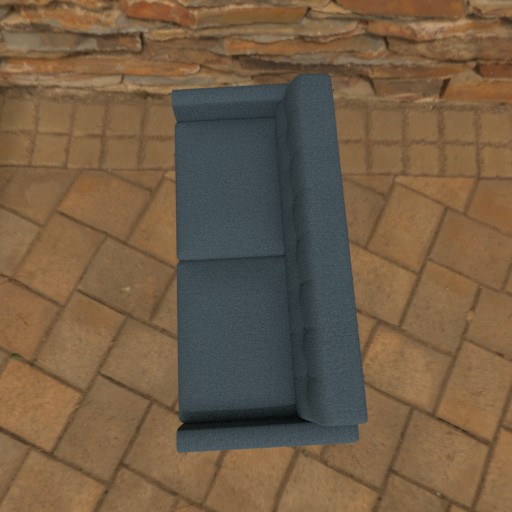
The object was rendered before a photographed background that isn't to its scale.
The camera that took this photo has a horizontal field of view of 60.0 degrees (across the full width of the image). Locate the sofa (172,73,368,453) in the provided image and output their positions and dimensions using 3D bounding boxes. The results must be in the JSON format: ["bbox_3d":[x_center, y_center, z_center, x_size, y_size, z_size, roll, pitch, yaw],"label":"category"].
[{"bbox_3d":[0.000,0.000,2.596,0.942,0.884,2.055,-3,77,-1],"label":"sofa"}]
